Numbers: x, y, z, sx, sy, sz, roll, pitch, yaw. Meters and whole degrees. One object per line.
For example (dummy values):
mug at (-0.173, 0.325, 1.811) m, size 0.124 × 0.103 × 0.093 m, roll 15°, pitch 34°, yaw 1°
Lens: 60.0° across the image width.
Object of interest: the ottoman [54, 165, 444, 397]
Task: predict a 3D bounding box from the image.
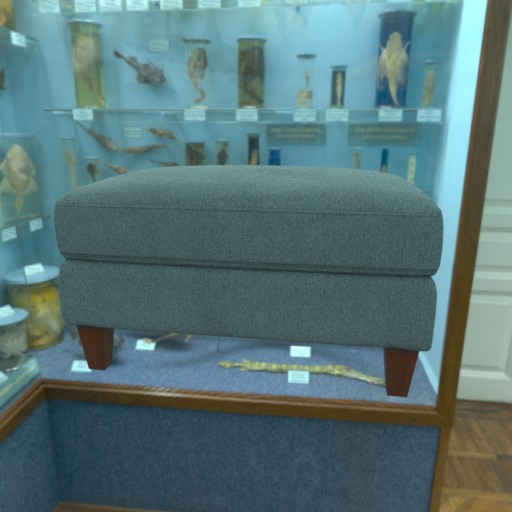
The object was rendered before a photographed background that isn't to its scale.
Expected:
ottoman at (0.000, 0.000, 1.229) m, size 0.864 × 0.483 × 0.584 m, roll 3°, pitch 16°, yaw 9°
